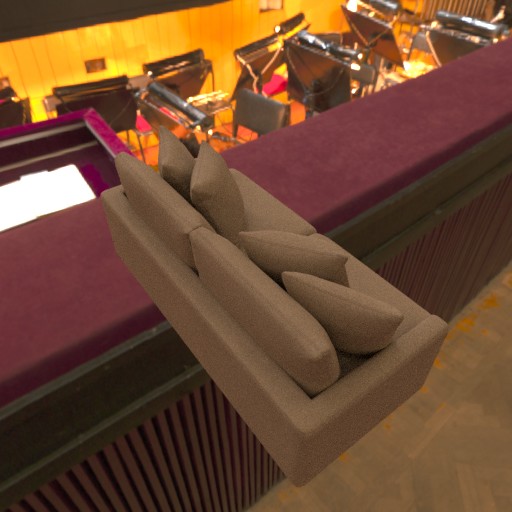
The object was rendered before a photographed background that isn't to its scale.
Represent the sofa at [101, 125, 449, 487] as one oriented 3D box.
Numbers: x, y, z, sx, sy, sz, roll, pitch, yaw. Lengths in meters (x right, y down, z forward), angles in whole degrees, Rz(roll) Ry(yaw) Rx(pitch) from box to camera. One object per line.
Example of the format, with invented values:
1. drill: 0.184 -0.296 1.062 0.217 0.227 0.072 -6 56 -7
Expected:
1. sofa: 0.000 0.000 2.991 1.228 1.084 2.380 -27 49 -26
